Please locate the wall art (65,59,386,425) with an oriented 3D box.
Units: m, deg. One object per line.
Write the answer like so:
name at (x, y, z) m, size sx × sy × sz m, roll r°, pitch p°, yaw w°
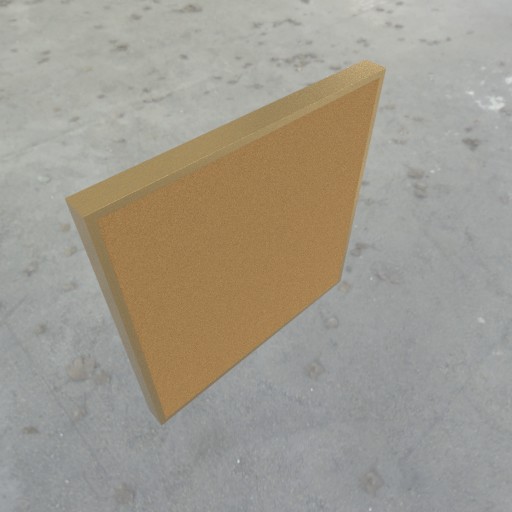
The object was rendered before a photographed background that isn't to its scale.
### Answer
wall art at (0.000, 0.000, 0.757) m, size 0.509 × 0.509 × 0.040 m, roll -34°, pitch 55°, yaw -28°
